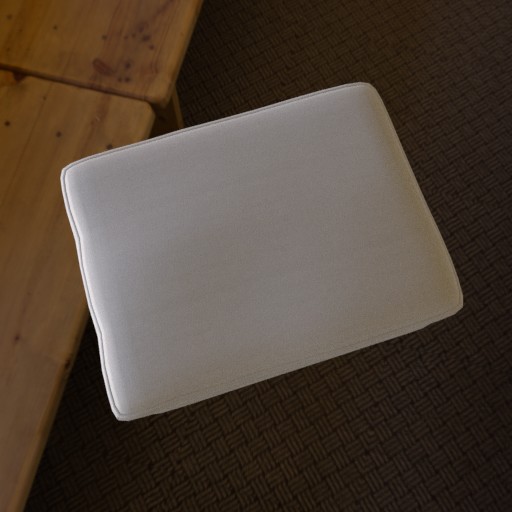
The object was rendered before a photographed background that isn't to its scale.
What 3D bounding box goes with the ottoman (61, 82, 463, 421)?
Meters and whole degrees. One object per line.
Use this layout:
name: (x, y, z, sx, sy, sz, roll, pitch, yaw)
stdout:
ottoman: (0.000, 0.000, 1.205, 0.818, 0.496, 0.634, -17, 77, -4)
